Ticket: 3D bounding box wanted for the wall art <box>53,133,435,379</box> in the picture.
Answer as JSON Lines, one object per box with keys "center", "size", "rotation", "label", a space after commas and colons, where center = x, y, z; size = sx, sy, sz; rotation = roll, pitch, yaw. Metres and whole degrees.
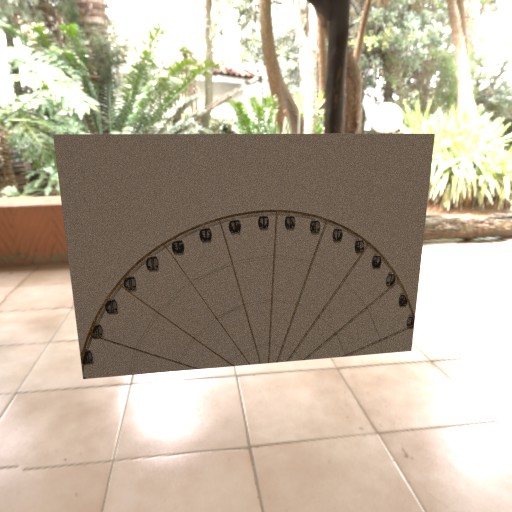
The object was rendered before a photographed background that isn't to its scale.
{"center": [0.000, 0.000, 1.131], "size": [0.898, 0.601, 0.038], "rotation": [-3, 16, -9], "label": "wall art"}
